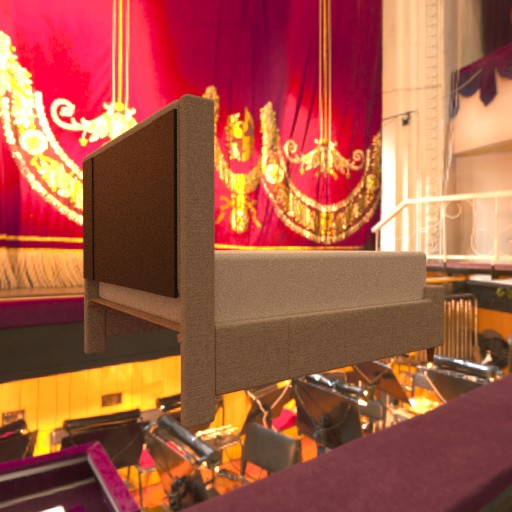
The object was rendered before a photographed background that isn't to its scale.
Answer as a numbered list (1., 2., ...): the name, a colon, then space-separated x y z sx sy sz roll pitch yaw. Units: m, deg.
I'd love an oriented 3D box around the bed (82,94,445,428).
1. bed: 0.000 0.000 3.782 2.370 1.743 2.045 -1 1 -35
